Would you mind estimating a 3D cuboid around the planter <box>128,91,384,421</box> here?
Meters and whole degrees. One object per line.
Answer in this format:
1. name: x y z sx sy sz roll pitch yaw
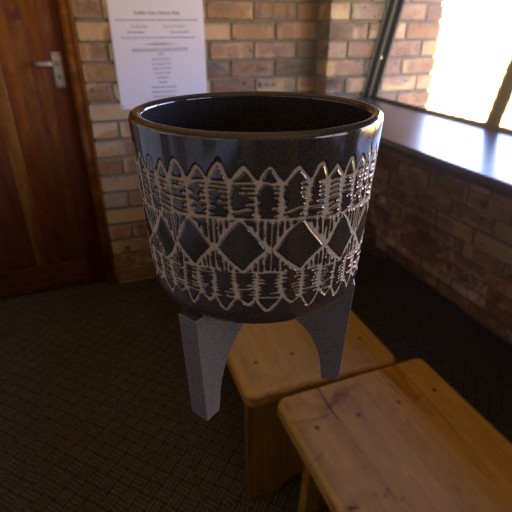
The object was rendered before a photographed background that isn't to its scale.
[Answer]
1. planter: 0.000 0.000 0.410 0.196 0.264 0.196 20 33 33
